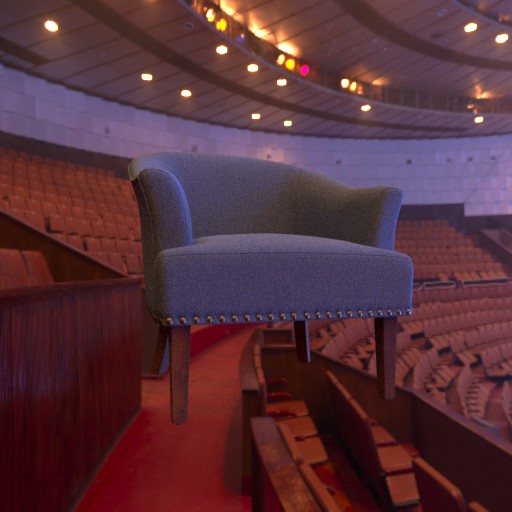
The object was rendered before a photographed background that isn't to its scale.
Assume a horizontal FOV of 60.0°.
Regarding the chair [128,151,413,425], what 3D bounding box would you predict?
[{"bbox_3d":[0.000,0.000,1.439,0.798,0.815,0.704,1,-2,-19],"label":"chair"}]
